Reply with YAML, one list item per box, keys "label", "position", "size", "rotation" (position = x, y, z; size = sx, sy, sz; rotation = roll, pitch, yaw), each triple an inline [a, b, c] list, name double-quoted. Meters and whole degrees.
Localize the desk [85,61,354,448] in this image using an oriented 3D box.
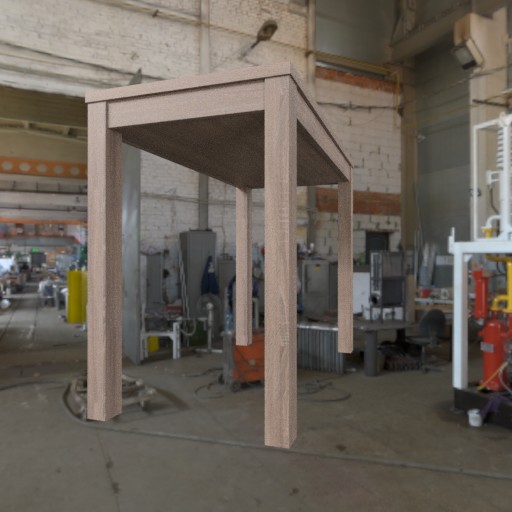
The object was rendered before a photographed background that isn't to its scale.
- label: "desk"
  position: [0.000, 0.000, 1.417]
  size: [0.495, 0.762, 0.991]
  rotation: [0, 0, 20]
